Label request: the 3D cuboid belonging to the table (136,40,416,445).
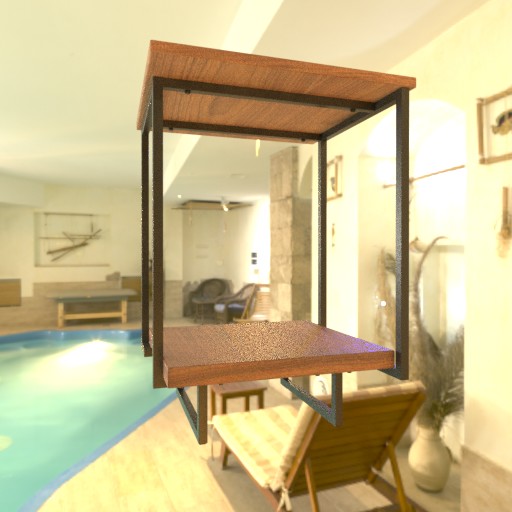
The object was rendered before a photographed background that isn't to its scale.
[{"bbox_3d":[0.000,0.000,0.823,0.411,0.567,0.384,0,0,-18],"label":"table"}]
